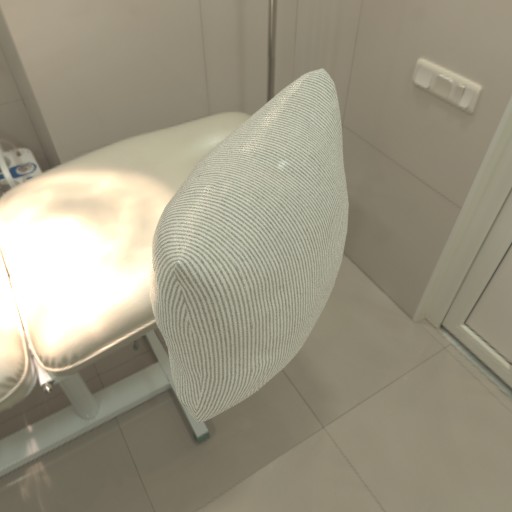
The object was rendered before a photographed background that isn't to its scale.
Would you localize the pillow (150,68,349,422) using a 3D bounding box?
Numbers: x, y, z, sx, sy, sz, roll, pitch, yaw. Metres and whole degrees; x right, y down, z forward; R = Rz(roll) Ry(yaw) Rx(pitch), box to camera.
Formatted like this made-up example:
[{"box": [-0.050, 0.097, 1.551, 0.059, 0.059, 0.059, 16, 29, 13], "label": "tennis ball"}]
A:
[{"box": [0.000, 0.000, 0.702, 0.387, 0.432, 0.310, -24, 51, -21], "label": "pillow"}]
